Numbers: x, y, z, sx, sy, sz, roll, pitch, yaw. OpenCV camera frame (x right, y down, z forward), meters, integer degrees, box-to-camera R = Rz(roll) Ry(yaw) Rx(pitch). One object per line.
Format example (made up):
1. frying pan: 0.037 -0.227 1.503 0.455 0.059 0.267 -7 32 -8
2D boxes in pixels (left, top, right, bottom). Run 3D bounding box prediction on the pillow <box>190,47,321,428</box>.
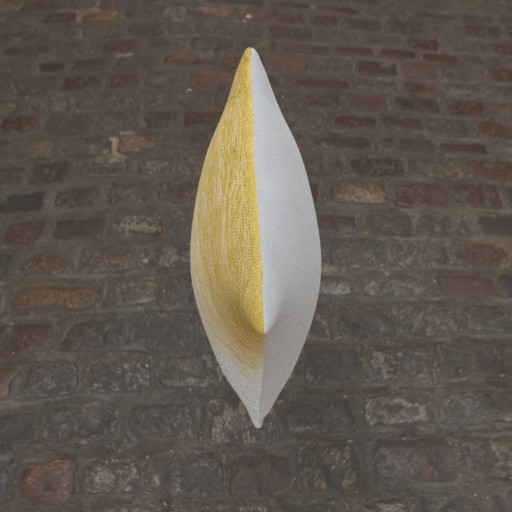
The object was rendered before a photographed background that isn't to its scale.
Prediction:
1. pillow: 0.000 0.000 0.721 0.211 0.450 0.450 -2 58 -1
